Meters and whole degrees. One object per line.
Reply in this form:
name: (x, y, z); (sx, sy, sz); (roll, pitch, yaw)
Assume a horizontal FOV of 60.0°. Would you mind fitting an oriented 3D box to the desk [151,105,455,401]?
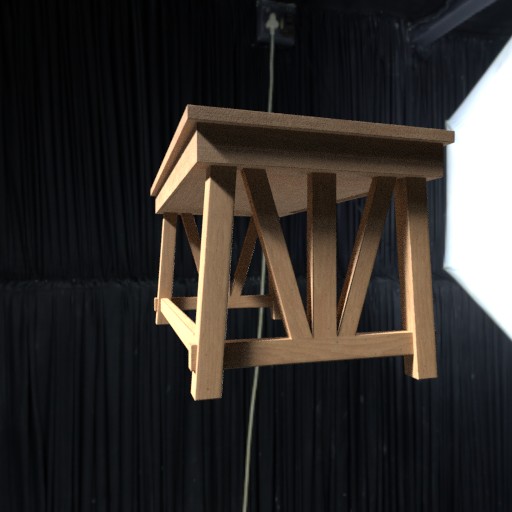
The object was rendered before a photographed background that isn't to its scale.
desk: (0.000, 0.000, 1.950); (0.813, 0.762, 1.499); (0, 0, -17)
